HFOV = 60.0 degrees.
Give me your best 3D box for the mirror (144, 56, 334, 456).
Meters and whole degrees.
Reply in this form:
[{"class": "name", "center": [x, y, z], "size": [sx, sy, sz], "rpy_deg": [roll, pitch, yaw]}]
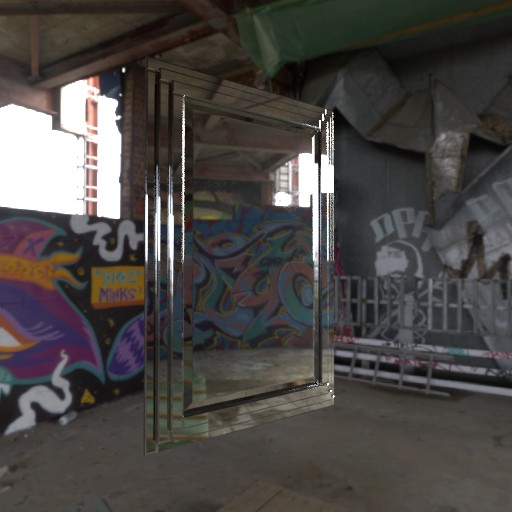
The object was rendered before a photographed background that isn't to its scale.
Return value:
[{"class": "mirror", "center": [0.000, 0.000, 1.186], "size": [0.613, 0.914, 0.039], "rpy_deg": [1, -1, -37]}]
